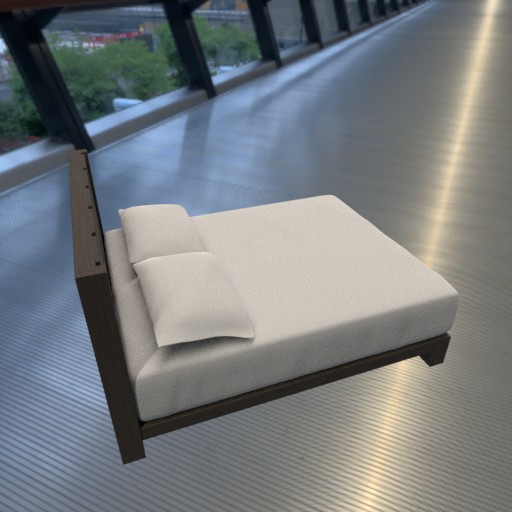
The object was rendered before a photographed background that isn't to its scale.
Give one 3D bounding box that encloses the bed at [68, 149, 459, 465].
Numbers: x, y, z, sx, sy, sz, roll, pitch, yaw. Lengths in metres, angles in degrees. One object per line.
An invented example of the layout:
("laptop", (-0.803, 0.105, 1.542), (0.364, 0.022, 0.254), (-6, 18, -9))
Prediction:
("bed", (0.000, 0.000, 3.175), (2.242, 1.270, 1.727), (-11, 33, -18))
